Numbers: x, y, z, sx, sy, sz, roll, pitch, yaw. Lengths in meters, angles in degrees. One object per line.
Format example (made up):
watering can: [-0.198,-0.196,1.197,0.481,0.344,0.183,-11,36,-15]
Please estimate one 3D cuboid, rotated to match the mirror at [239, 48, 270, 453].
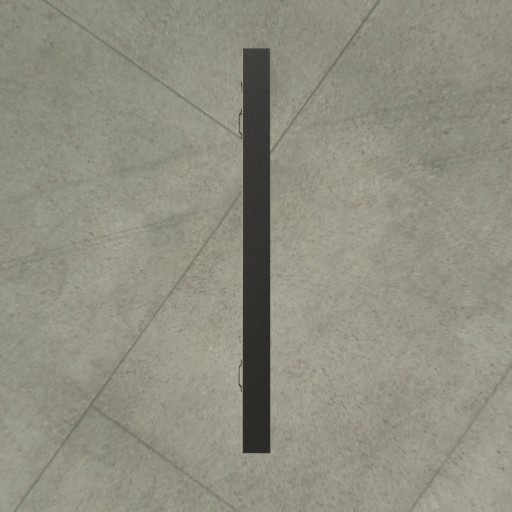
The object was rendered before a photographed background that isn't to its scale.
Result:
mirror: [0.000,0.000,0.909,0.040,0.710,0.507,0,88,0]
